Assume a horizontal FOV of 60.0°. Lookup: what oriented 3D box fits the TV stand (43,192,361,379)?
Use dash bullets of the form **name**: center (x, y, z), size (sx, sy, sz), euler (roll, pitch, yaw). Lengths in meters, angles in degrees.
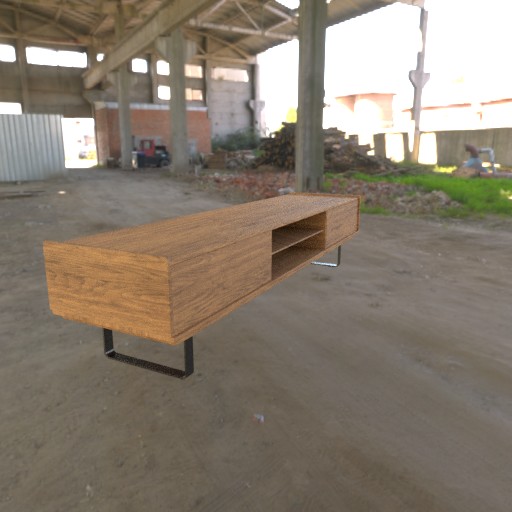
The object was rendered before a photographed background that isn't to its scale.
- **TV stand**: center (0.000, 0.000, 2.008), size (0.467, 0.415, 1.796), euler (7, 15, 27)
